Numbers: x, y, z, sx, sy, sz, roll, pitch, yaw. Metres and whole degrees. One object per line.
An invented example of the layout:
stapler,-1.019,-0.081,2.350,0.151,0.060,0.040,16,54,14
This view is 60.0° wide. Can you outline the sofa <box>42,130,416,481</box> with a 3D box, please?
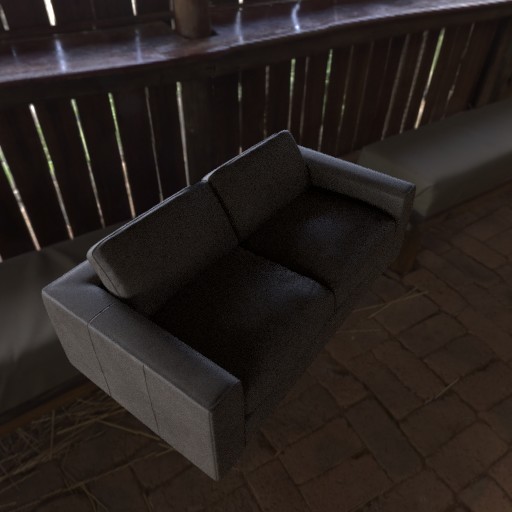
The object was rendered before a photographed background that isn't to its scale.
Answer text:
sofa,0.000,0.000,2.462,1.070,0.800,1.920,26,47,27
